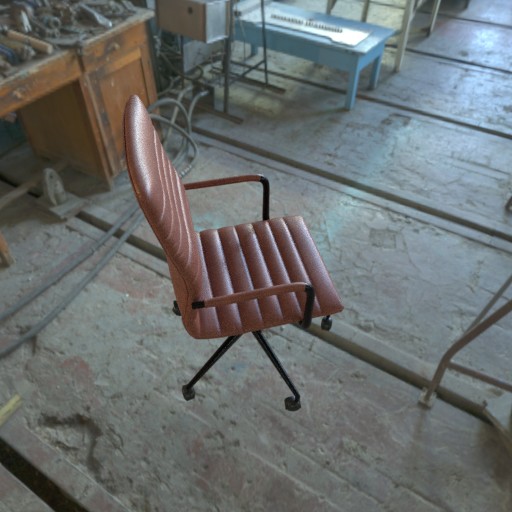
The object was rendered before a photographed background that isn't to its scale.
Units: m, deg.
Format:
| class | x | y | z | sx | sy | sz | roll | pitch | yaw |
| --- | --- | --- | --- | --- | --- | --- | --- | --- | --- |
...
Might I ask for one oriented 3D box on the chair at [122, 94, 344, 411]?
| class | x | y | z | sx | sy | sz | roll | pitch | yaw |
| --- | --- | --- | --- | --- | --- | --- | --- | --- | --- |
| chair | 0.000 | 0.000 | 1.295 | 0.578 | 0.878 | 0.600 | -10 | 47 | -9 |
